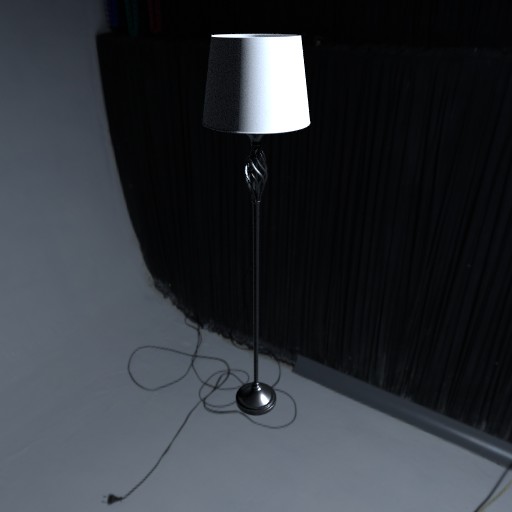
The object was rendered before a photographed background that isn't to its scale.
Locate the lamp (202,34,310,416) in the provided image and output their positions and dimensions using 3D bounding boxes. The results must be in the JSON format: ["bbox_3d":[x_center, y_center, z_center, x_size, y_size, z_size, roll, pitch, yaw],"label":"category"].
[{"bbox_3d":[0.000,0.000,1.823,0.379,1.623,0.379,0,28,0],"label":"lamp"}]
